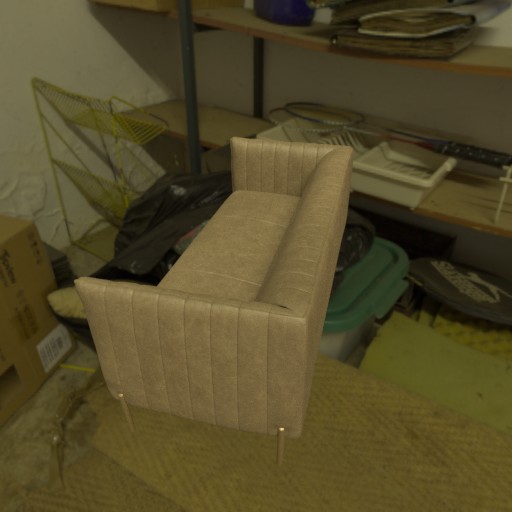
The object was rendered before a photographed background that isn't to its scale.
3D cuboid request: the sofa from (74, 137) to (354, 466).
[{"bbox_3d":[0.000,0.000,2.482,0.876,0.779,1.980,8,32,13],"label":"sofa"}]
